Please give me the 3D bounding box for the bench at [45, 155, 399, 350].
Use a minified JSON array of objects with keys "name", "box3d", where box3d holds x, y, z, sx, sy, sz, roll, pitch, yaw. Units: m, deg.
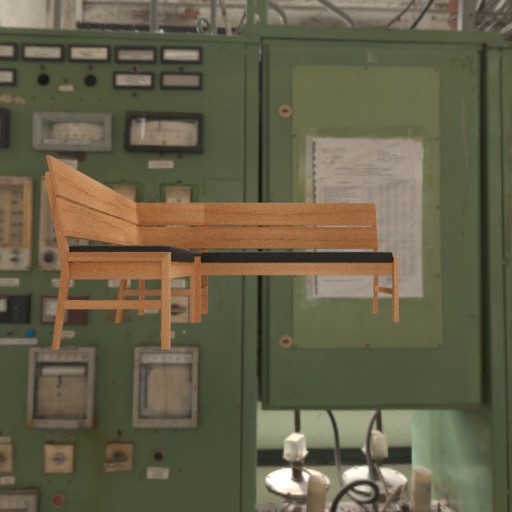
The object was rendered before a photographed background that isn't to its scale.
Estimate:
[{"name":"bench","box3d":[0.000,0.000,2.805,1.948,0.890,1.548,0,-1,-1]}]
